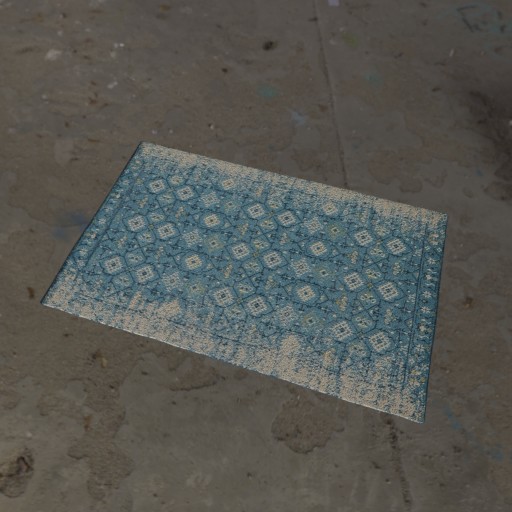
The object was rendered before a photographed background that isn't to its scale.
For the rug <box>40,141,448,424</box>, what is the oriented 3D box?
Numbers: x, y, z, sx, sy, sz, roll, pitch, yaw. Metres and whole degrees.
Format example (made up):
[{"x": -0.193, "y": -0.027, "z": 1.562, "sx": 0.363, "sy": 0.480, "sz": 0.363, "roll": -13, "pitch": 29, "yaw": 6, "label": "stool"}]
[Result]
[{"x": 0.000, "y": 0.000, "z": 3.028, "sx": 2.449, "sy": 0.015, "sz": 1.530, "roll": 15, "pitch": 60, "yaw": 9, "label": "rug"}]
